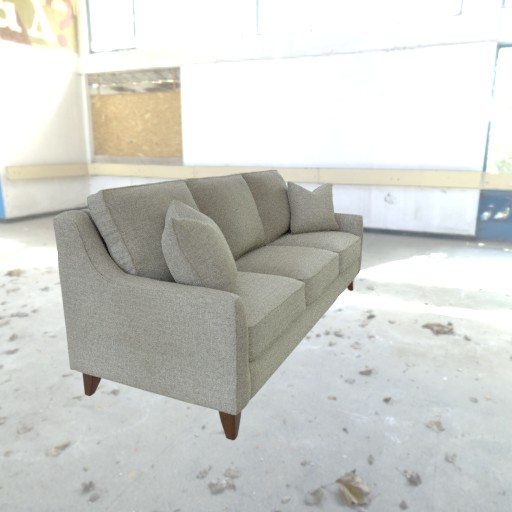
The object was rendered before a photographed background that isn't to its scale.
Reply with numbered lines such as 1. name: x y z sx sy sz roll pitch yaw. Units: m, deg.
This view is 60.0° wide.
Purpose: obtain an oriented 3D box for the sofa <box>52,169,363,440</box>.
1. sofa: 0.000 0.000 2.555 0.865 0.914 2.031 7 16 24
